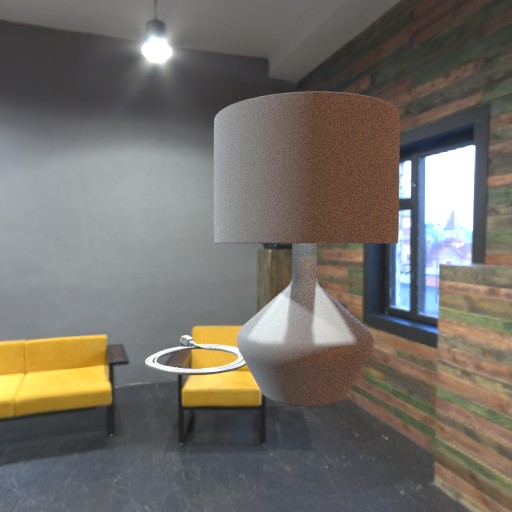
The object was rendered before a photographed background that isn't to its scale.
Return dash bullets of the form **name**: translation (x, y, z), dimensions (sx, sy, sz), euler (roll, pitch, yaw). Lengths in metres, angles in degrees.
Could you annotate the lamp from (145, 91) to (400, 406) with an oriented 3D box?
- **lamp**: translation (0.000, 0.000, 0.854), dimensions (0.401, 0.457, 0.546), euler (-1, 2, -18)
